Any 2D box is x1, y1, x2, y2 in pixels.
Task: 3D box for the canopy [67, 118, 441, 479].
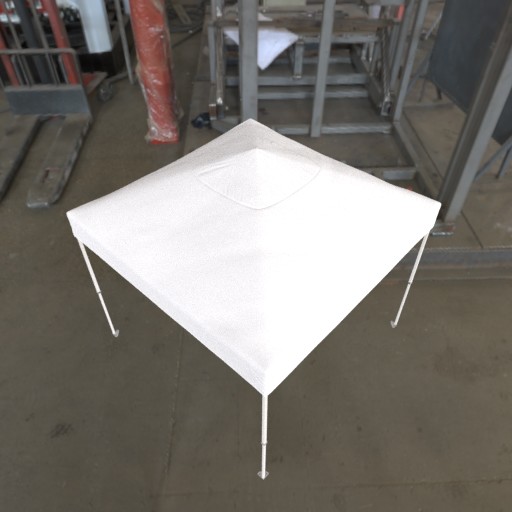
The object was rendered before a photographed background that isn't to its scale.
[{"bbox_3d":[0.000,0.000,5.470,2.996,2.997,2.998,33,53,29],"label":"canopy"}]
